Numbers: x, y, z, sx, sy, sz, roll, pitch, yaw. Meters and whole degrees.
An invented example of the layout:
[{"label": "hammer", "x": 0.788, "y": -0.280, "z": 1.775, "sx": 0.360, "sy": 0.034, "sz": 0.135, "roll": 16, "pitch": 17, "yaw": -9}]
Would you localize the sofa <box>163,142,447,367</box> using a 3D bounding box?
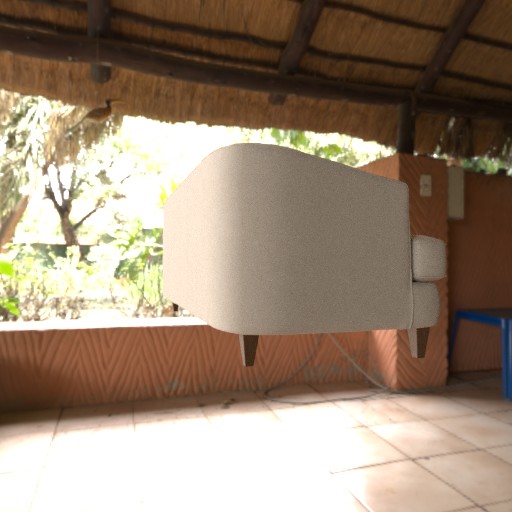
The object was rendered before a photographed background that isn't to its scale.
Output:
[{"label": "sofa", "x": 0.000, "y": 0.000, "z": 2.712, "sx": 0.941, "sy": 0.855, "sz": 2.278, "roll": 0, "pitch": -1, "yaw": -18}]
